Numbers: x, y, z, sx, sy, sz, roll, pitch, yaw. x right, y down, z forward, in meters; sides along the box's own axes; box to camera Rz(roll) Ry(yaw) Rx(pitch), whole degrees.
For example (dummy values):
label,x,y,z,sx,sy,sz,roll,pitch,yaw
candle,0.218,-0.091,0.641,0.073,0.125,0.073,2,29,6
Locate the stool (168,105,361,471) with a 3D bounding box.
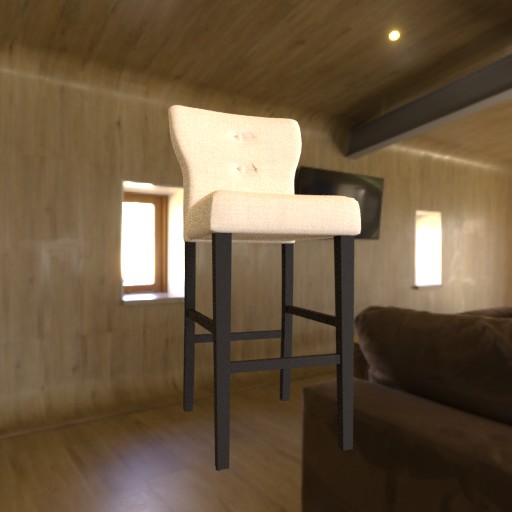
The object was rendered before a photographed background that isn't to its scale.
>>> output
label,x,y,z,sx,sy,sz,roll,pitch,yaw
stool,0.000,0.000,1.481,0.516,1.124,0.603,0,-1,-19
